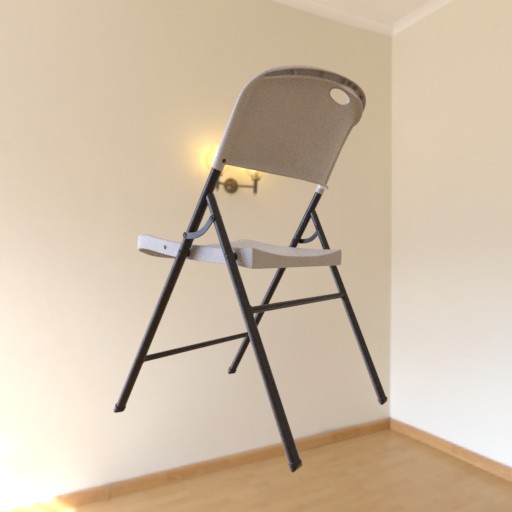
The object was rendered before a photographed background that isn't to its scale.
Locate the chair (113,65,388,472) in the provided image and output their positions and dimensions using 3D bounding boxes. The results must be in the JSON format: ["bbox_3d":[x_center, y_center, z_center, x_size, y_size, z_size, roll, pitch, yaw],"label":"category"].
[{"bbox_3d":[0.000,0.000,1.180,0.566,0.810,0.494,0,0,36],"label":"chair"}]
